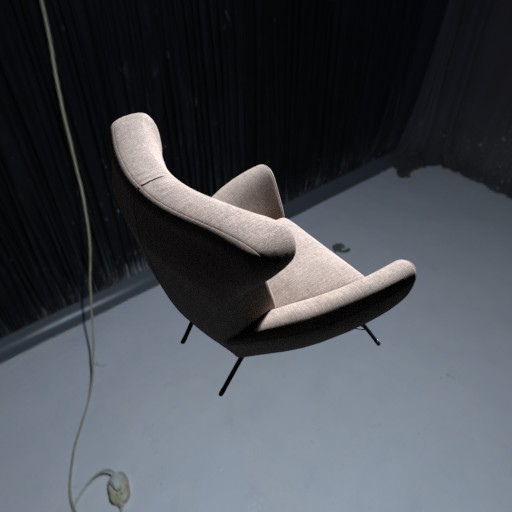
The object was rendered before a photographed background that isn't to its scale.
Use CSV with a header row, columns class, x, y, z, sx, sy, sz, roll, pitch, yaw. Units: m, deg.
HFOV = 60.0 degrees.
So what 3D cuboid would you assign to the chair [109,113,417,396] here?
class,x,y,z,sx,sy,sz,roll,pitch,yaw
chair,0.000,0.000,1.792,0.900,1.040,0.980,-27,48,-27
